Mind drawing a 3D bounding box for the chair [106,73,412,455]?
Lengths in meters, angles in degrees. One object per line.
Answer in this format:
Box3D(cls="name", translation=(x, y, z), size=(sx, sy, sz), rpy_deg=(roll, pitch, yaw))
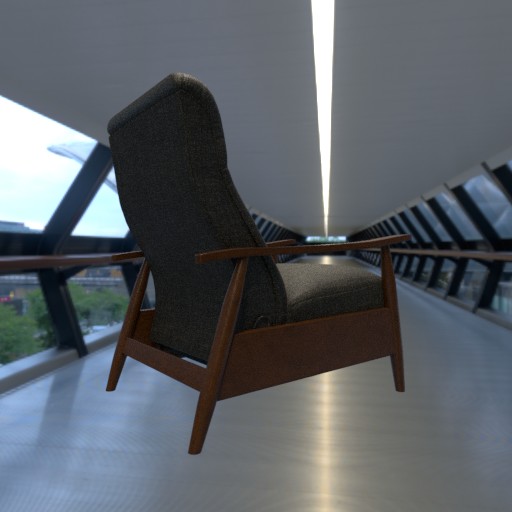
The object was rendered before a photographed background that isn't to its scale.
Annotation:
Box3D(cls="chair", translation=(0.000, 0.000, 1.786), size=(1.014, 1.082, 0.762), rpy_deg=(0, 0, -37))
